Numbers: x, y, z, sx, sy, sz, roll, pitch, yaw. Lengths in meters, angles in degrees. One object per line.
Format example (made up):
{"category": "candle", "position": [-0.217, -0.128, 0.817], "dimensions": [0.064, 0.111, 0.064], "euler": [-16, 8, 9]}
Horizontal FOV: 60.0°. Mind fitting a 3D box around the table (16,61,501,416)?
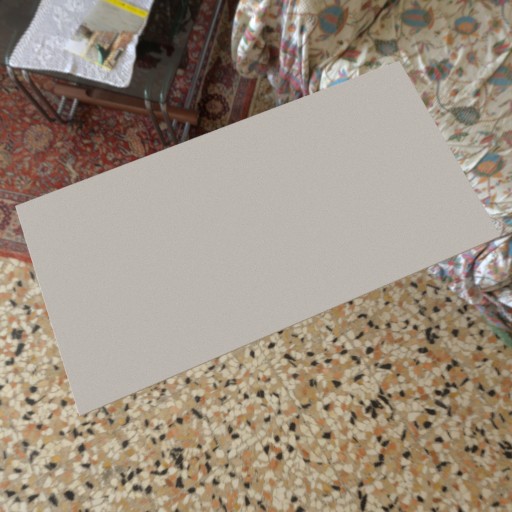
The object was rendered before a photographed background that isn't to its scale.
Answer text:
{"category": "table", "position": [0.000, 0.000, 1.328], "dimensions": [0.991, 0.660, 0.498], "euler": [-22, 77, -6]}
